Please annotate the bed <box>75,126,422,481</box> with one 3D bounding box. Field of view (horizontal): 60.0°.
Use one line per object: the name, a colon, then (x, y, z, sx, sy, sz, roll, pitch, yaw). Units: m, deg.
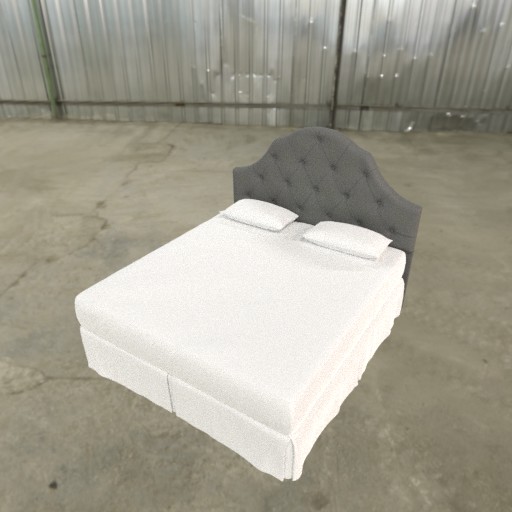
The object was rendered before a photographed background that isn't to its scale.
bed: (0.000, 0.000, 3.571, 2.008, 1.615, 2.214, 18, 34, 28)
